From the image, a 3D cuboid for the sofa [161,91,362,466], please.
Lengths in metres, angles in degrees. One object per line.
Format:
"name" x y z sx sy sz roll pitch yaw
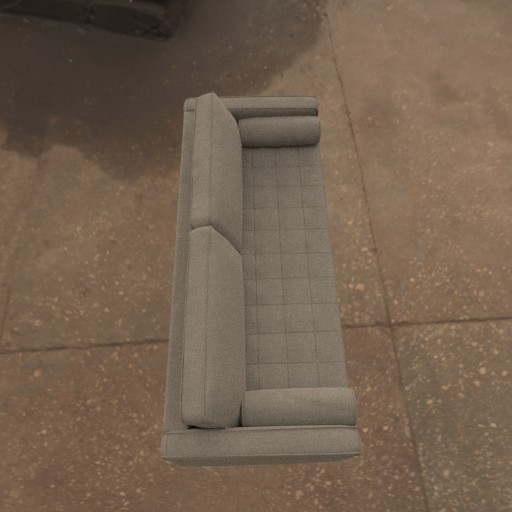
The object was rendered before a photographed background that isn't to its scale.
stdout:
"sofa" 0.000 0.000 2.604 0.914 0.762 2.211 -1 62 -1
